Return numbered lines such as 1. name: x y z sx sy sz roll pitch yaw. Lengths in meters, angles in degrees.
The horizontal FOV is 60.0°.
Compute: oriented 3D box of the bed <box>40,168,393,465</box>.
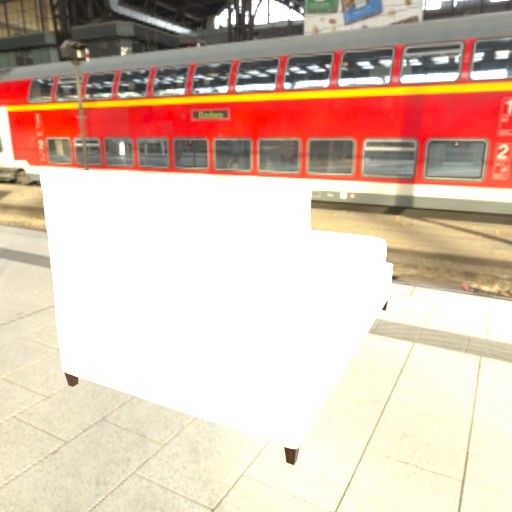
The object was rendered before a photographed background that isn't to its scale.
1. bed: 0.000 0.000 3.419 1.698 1.427 2.387 8 17 26
